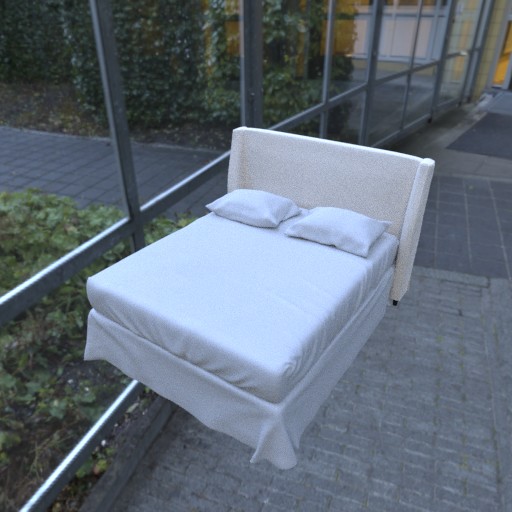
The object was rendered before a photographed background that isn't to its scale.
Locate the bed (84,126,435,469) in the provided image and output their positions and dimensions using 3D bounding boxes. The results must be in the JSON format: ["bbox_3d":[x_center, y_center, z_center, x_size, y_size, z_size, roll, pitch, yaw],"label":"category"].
[{"bbox_3d":[0.000,0.000,3.478,1.925,1.332,2.276,19,35,29],"label":"bed"}]
